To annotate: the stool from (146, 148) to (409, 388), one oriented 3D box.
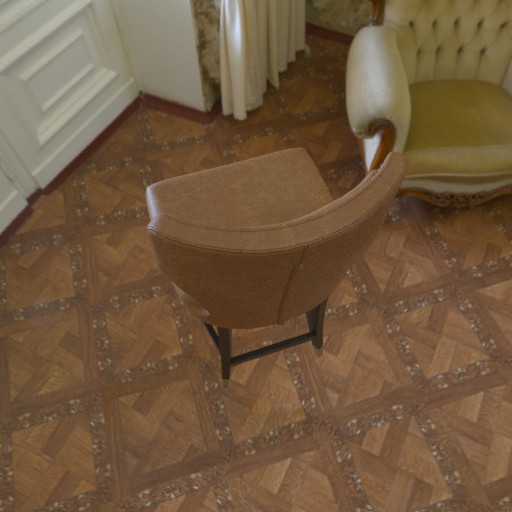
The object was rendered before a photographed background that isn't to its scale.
[{"bbox_3d":[0.000,0.000,1.292,0.526,0.982,0.563,-16,60,-9],"label":"stool"}]
